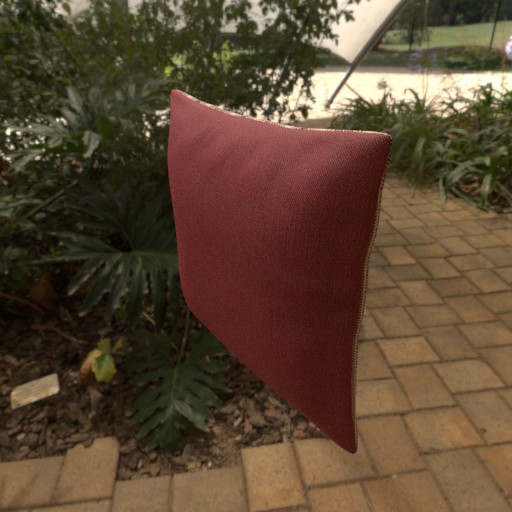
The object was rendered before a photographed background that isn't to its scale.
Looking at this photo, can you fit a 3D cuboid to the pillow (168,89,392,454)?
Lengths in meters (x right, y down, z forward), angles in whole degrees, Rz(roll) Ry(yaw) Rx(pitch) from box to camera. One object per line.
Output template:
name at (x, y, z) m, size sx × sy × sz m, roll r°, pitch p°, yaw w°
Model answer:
pillow at (0.000, 0.000, 0.765) m, size 0.166 × 0.497 × 0.513 m, roll -19°, pitch 33°, yaw -32°
